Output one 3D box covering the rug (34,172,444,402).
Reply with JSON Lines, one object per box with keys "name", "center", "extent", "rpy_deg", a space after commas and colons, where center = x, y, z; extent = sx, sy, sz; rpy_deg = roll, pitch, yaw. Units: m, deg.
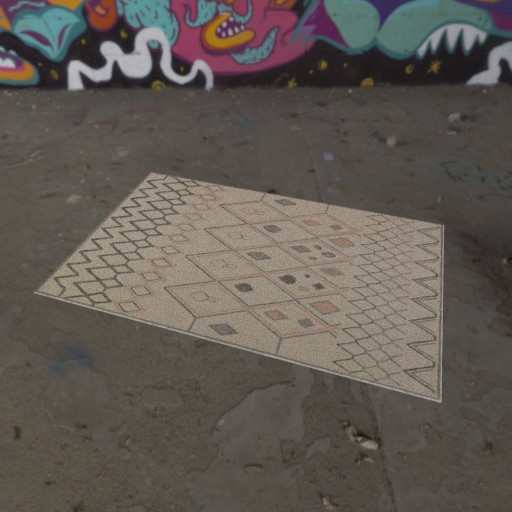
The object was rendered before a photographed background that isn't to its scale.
{"name": "rug", "center": [0.000, 0.000, 3.033], "extent": [2.438, 0.015, 1.524], "rpy_deg": [12, 43, 13]}
